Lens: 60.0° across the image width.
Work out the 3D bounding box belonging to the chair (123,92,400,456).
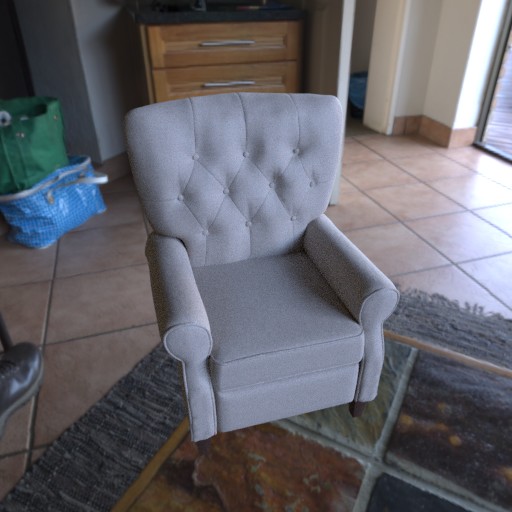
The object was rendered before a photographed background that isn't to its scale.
[{"bbox_3d":[0.000,0.000,1.907,0.942,1.209,1.025,-8,32,-13],"label":"chair"}]
